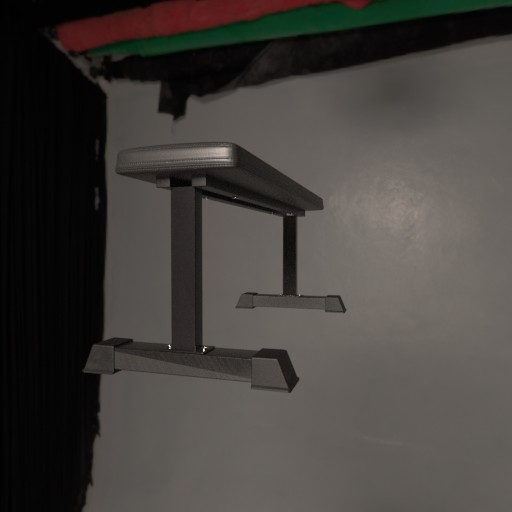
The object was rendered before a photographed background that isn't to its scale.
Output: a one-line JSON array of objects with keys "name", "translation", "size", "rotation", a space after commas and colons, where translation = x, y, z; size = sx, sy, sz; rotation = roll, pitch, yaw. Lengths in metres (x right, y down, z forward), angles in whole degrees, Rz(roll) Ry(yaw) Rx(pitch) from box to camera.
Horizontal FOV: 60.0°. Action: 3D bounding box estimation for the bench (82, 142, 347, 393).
[{"name": "bench", "translation": [0.000, 0.000, 1.326], "size": [0.439, 0.453, 1.072], "rotation": [1, 2, 17]}]
